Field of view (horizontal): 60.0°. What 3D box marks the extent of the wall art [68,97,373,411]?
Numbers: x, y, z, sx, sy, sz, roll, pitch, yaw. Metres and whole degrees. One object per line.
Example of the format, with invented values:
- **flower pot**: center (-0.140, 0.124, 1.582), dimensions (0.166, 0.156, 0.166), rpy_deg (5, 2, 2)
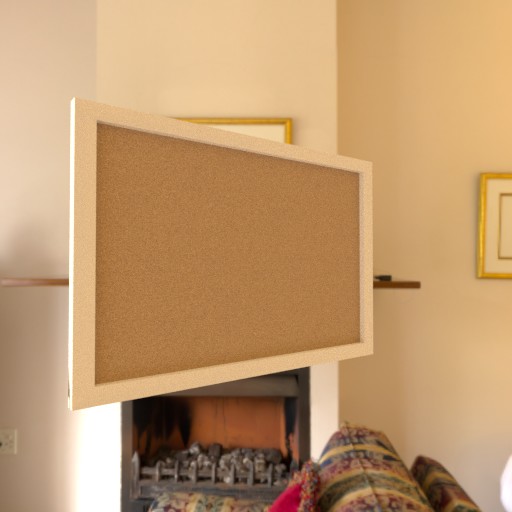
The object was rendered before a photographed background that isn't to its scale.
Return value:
- **wall art**: center (0.000, 0.000, 1.440), dimensions (1.144, 0.767, 0.038), rpy_deg (1, -2, -37)
